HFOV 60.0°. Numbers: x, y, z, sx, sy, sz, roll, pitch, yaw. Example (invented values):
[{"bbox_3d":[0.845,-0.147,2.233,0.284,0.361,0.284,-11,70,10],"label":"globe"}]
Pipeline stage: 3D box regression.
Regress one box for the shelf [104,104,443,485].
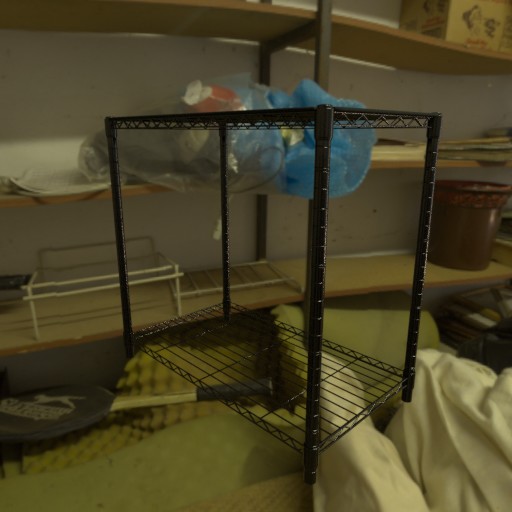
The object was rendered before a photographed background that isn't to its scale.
[{"bbox_3d":[0.000,0.000,0.926,0.338,0.564,0.589,-15,21,-42],"label":"shelf"}]
